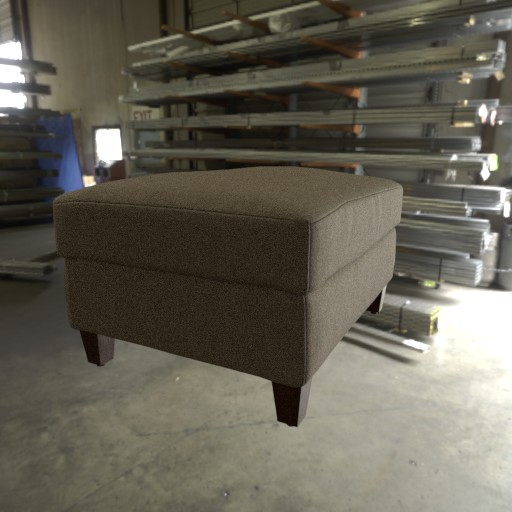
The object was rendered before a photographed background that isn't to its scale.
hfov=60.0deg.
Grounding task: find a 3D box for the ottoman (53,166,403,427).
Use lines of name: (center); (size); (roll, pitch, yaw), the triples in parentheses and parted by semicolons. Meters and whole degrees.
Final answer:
ottoman: (0.000, 0.000, 1.323); (0.692, 0.511, 0.889); (7, 15, 27)
